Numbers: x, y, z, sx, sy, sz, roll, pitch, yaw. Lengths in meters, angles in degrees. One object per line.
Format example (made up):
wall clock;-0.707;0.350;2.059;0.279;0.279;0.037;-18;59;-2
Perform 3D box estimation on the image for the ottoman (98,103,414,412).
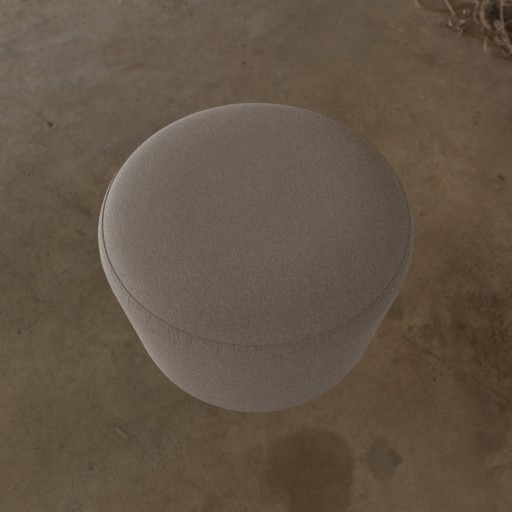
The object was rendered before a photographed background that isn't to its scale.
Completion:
ottoman;0.000;0.000;0.997;0.608;0.433;0.608;0;57;0
